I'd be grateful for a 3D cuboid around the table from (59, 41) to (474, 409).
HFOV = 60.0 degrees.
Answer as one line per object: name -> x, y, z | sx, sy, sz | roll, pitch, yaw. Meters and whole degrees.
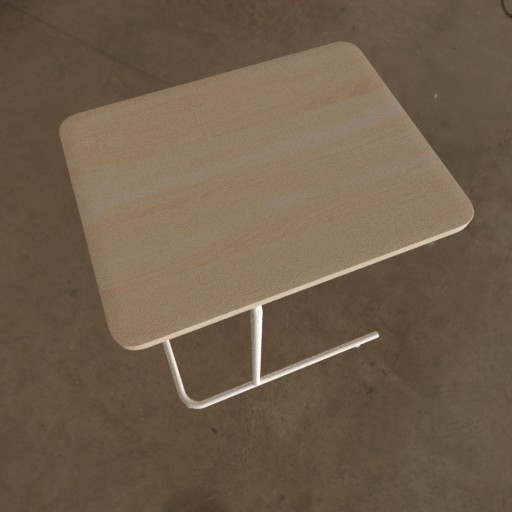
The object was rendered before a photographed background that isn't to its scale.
table -> 0.000, 0.000, 0.851 | 0.480, 0.550, 0.370 | -19, 65, -9
